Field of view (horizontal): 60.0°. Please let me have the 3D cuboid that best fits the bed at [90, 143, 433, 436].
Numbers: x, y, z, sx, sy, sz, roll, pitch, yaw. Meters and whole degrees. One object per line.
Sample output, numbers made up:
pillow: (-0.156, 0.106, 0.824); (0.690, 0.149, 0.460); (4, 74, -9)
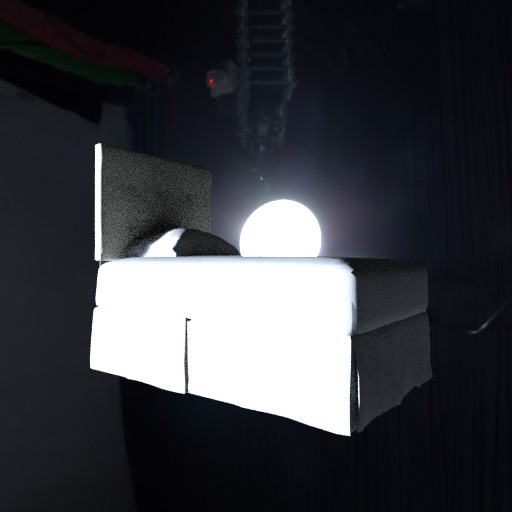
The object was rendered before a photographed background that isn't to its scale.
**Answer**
bed: (0.000, 0.000, 2.964); (1.997, 1.571, 1.261); (0, 0, 36)
